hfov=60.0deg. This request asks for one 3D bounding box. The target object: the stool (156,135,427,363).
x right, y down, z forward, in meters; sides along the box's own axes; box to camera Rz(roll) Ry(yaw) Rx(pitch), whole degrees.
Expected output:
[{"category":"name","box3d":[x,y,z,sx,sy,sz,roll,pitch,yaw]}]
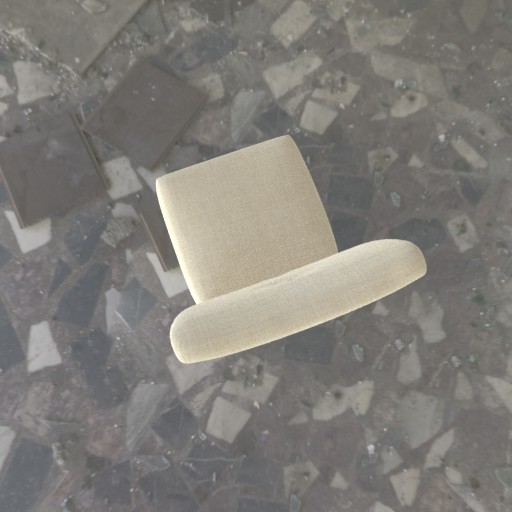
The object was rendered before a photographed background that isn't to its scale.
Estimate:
[{"category":"stool","box3d":[0.000,0.000,1.428,0.516,1.124,0.603,-20,76,-5]}]
